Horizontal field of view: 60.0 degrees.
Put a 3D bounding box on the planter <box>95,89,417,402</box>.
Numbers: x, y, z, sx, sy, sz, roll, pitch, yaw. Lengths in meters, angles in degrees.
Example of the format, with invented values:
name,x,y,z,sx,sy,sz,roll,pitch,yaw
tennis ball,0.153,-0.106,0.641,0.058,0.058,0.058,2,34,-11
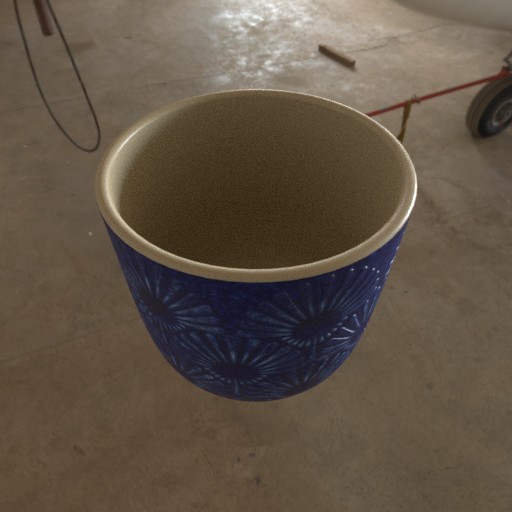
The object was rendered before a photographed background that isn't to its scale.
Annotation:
name,x,y,z,sx,sy,sz,roll,pitch,yaw
planter,0.000,0.000,0.213,0.124,0.109,0.124,0,46,0
